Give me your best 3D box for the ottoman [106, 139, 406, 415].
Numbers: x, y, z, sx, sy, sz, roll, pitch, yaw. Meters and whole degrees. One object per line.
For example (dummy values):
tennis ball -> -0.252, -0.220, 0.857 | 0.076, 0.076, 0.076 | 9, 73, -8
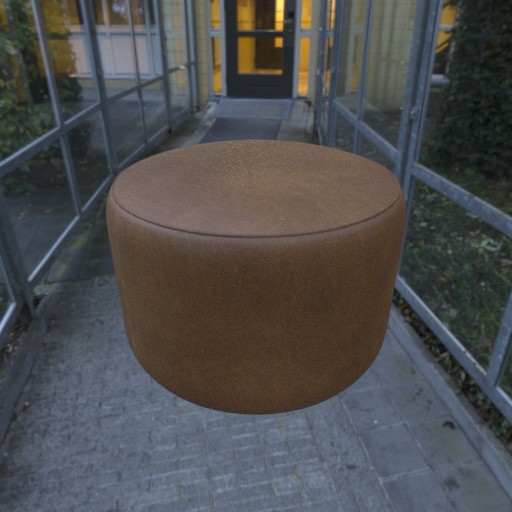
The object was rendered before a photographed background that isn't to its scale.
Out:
ottoman -> 0.000, 0.000, 0.997 | 0.607, 0.438, 0.607 | 0, 28, 0
